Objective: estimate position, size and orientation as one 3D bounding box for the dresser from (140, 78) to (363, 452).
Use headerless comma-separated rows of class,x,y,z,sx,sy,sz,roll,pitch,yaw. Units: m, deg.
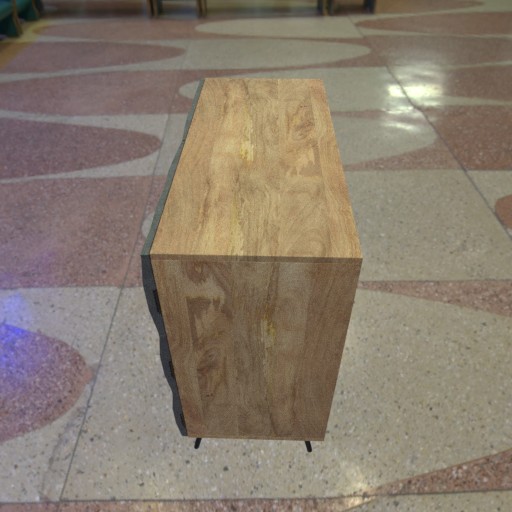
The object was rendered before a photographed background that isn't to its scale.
dresser,0.000,0.000,1.505,0.446,0.847,0.967,1,42,1
